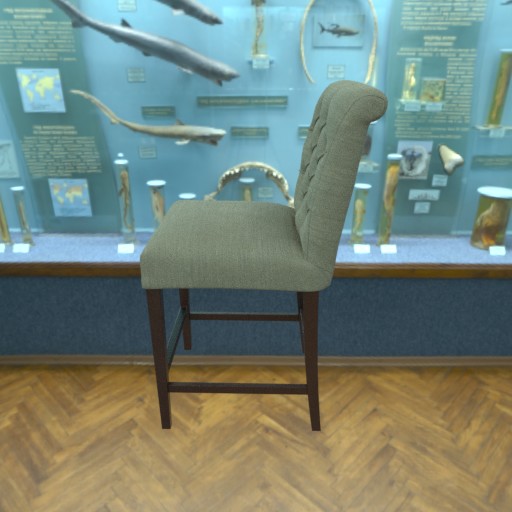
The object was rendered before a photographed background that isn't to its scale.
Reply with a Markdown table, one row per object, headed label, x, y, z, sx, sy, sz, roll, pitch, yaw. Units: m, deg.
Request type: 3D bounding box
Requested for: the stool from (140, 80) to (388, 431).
| label | x | y | z | sx | sy | sz | roll | pitch | yaw |
| --- | --- | --- | --- | --- | --- | --- | --- | --- | --- |
| stool | 0.000 | 0.000 | 1.481 | 0.660 | 1.084 | 0.486 | 1 | 24 | 1 |
